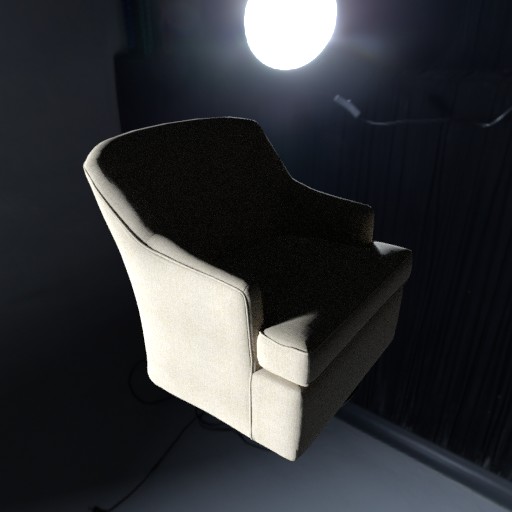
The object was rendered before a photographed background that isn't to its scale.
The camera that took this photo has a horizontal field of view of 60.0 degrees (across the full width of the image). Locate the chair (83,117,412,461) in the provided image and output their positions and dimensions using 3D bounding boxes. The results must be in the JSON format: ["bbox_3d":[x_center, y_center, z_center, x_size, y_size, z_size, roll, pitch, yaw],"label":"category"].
[{"bbox_3d":[0.000,0.000,1.613,0.923,0.856,0.864,18,31,33],"label":"chair"}]
